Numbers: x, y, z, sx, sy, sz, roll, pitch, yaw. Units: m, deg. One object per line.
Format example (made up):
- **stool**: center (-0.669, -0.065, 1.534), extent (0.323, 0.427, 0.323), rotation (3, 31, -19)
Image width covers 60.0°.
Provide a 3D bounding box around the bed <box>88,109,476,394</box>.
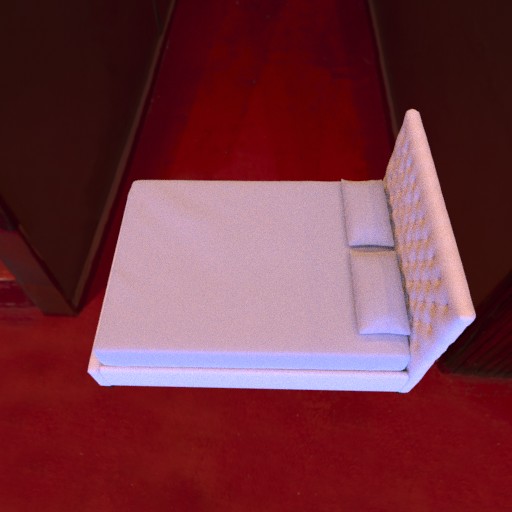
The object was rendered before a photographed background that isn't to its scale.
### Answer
- **bed**: center (0.000, 0.000, 3.370), extent (2.387, 1.427, 1.698), rotation (1, 57, 1)
